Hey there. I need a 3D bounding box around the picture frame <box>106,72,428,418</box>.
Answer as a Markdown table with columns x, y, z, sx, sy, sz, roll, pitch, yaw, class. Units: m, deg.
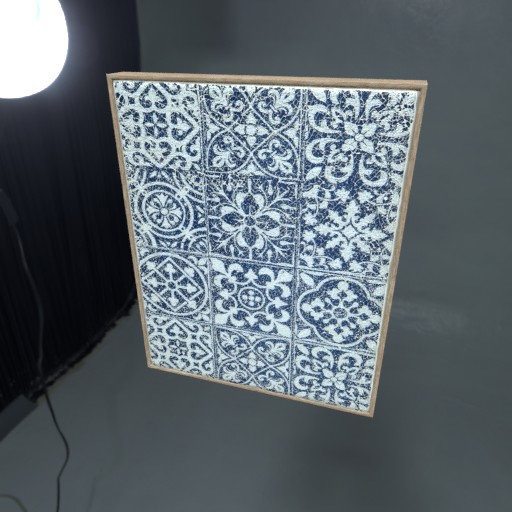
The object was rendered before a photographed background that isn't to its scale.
| x | y | z | sx | sy | sz | roll | pitch | yaw | class |
| --- | --- | --- | --- | --- | --- | --- | --- | --- | --- |
| 0.000 | 0.000 | 0.701 | 0.424 | 0.526 | 0.043 | 8 | 28 | 15 | picture frame |
